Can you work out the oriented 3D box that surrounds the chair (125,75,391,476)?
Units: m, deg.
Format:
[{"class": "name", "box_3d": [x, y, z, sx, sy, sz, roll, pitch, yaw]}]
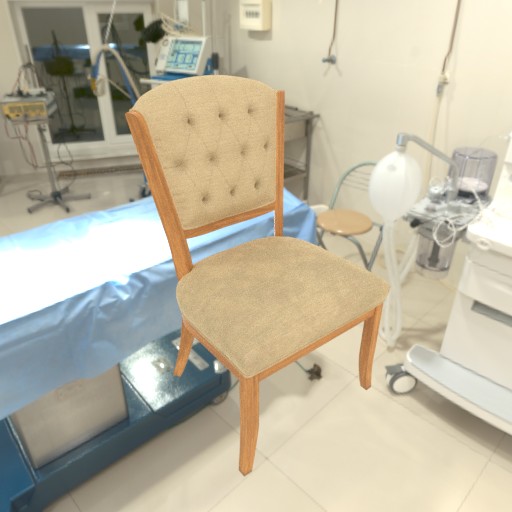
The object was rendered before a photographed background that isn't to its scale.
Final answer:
[{"class": "chair", "box_3d": [0.000, 0.000, 1.268, 0.513, 0.905, 0.584, -21, 36, -32]}]
